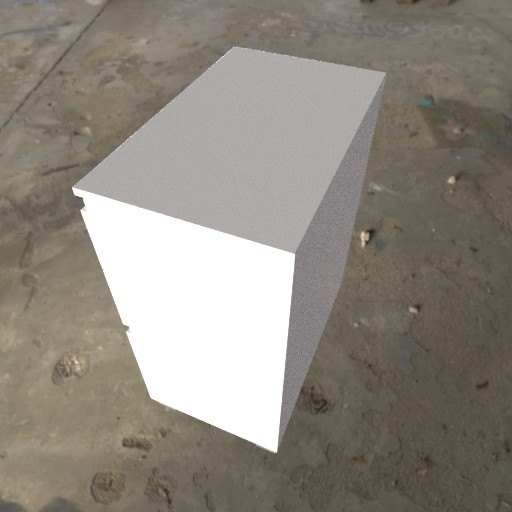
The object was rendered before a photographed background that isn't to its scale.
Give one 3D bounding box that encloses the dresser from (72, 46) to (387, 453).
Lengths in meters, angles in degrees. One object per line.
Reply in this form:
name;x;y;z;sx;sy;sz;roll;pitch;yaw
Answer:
dresser;0.000;0.000;1.191;0.400;0.800;0.650;17;49;16
